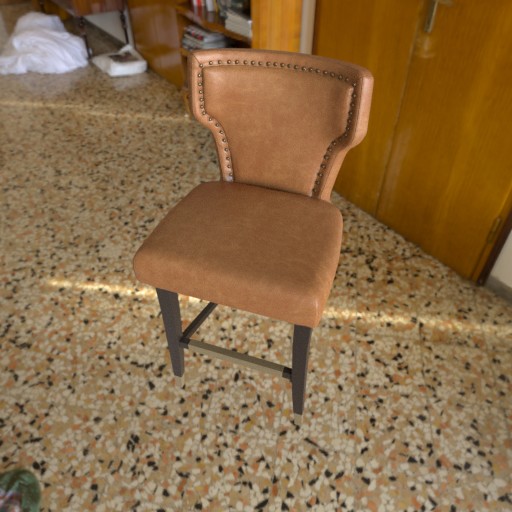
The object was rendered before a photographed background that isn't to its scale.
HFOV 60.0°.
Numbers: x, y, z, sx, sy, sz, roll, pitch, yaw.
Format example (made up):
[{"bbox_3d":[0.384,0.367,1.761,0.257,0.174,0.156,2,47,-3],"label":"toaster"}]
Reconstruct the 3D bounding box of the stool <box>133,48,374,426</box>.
[{"bbox_3d":[0.000,0.000,1.398,0.526,1.092,0.563,13,43,14],"label":"stool"}]
